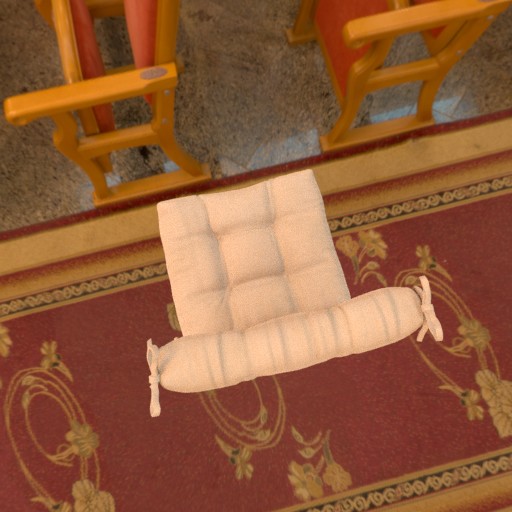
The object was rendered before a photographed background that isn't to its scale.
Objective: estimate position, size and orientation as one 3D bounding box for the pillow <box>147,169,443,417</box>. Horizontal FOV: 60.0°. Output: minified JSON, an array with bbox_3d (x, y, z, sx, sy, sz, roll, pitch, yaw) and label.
[{"bbox_3d":[0.000,0.000,1.029,0.519,0.605,0.571,-13,75,-4],"label":"pillow"}]
